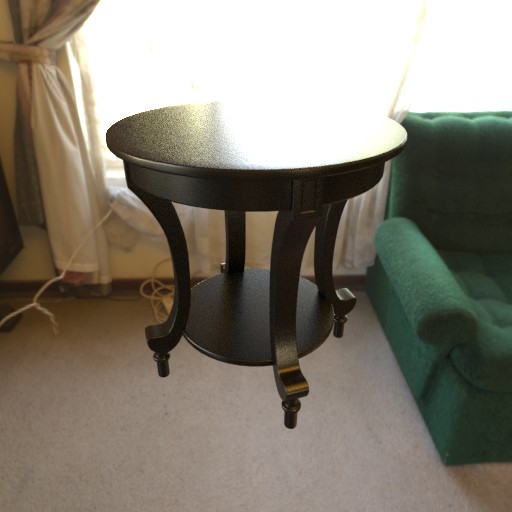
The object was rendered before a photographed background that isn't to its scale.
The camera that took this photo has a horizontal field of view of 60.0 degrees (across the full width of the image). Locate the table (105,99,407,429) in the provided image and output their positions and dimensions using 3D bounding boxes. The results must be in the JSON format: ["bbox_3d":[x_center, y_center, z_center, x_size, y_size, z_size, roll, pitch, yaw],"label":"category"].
[{"bbox_3d":[0.000,0.000,1.060,0.597,0.618,0.597,0,29,0],"label":"table"}]
